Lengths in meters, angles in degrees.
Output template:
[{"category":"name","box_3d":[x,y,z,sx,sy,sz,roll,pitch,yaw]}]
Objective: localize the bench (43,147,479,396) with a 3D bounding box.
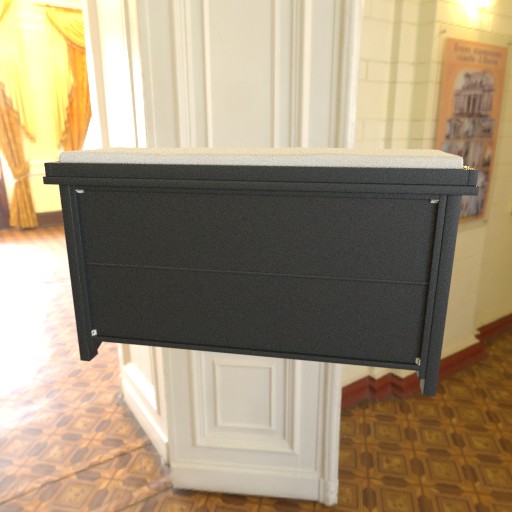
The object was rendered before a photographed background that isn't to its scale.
[{"category":"bench","box_3d":[0.000,0.000,1.196,0.973,0.561,0.345,3,17,10]}]
